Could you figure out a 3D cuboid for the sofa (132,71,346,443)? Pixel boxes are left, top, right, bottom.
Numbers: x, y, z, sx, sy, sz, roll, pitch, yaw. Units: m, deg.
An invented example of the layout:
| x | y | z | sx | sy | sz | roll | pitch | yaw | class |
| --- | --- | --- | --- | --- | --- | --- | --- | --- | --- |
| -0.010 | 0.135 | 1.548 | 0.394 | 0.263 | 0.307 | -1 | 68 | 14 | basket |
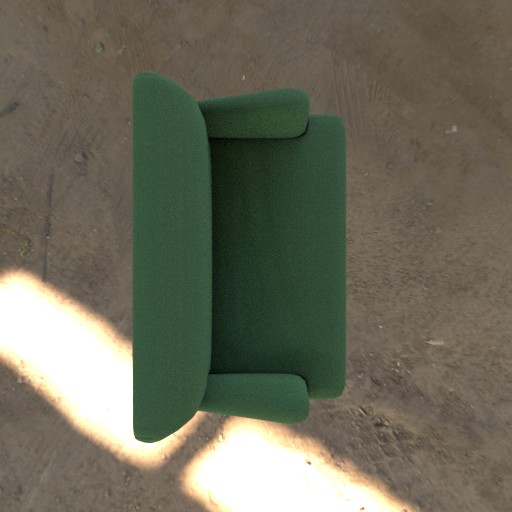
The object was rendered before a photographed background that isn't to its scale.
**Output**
| x | y | z | sx | sy | sz | roll | pitch | yaw | class |
| --- | --- | --- | --- | --- | --- | --- | --- | --- | --- |
| 0.000 | 0.000 | 1.813 | 0.779 | 0.889 | 1.297 | 0 | 90 | 0 | sofa |
